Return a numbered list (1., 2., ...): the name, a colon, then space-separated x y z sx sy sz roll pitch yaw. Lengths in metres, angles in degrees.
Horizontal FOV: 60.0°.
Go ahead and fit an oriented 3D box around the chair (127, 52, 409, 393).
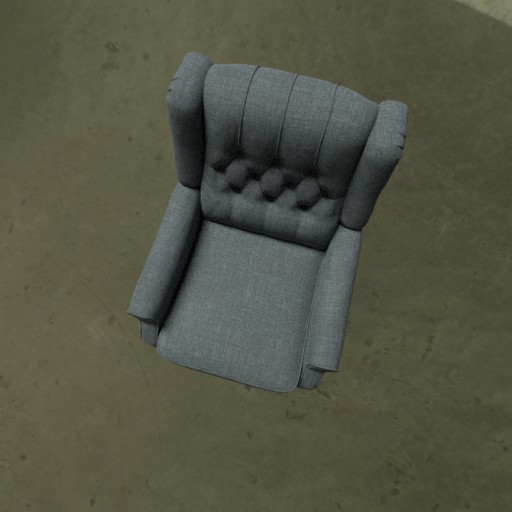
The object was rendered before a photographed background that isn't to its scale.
1. chair: 0.000 0.000 1.612 0.742 1.035 0.898 15 77 4
